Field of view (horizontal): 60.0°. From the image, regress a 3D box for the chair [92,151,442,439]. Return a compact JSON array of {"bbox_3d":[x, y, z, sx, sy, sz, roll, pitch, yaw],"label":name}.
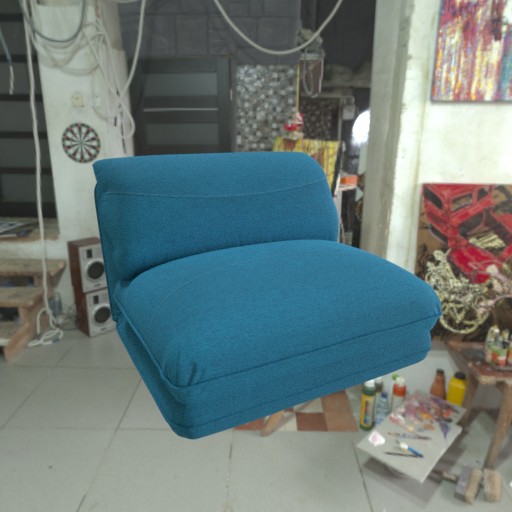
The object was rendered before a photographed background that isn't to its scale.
[{"bbox_3d":[0.000,0.000,1.343,0.820,0.580,0.780,-9,19,-27],"label":"chair"}]
